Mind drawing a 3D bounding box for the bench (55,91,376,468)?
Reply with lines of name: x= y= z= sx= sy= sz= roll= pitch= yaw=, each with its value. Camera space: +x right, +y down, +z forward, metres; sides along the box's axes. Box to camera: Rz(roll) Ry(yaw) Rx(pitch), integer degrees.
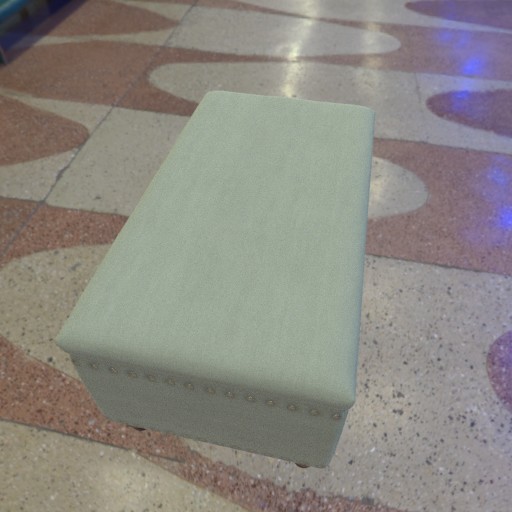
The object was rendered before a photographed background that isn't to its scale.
bench: x=0.000 y=0.000 z=1.135 sx=0.500 sy=0.449 sz=0.887 roll=9 pitch=48 yaw=8
